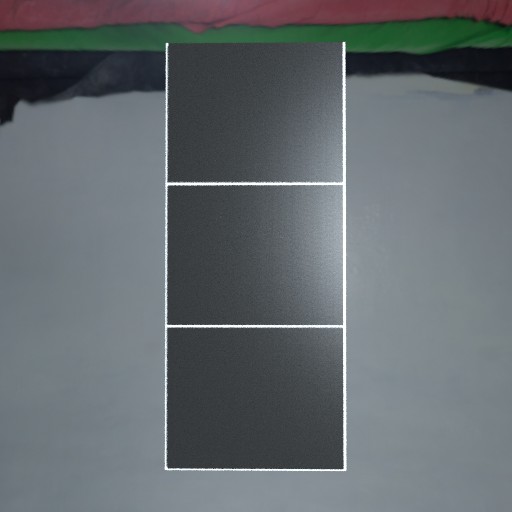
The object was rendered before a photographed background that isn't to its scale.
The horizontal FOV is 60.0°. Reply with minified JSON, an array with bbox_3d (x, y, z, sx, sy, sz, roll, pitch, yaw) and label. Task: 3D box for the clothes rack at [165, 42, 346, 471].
[{"bbox_3d":[0.000,0.000,1.384,0.500,1.187,0.330,0,-1,1],"label":"clothes rack"}]
